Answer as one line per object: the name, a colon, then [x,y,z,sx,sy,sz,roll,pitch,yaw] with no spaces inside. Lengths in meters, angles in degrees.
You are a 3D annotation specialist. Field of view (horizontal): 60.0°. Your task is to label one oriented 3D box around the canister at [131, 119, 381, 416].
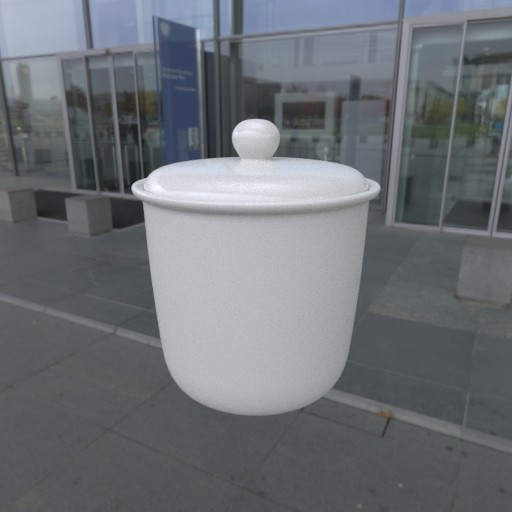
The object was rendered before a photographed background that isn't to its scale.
canister: [0.000,0.000,0.352,0.182,0.208,0.182,0,17,0]
